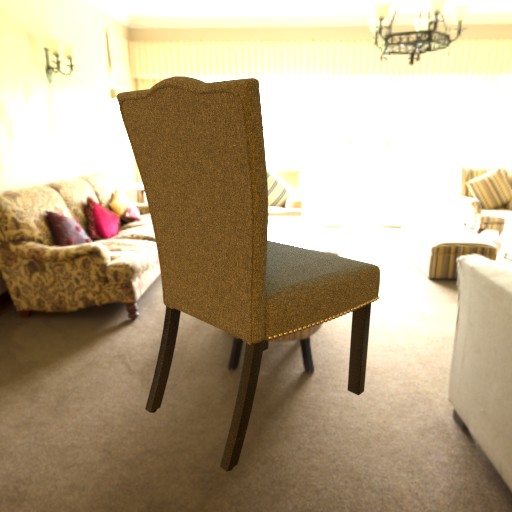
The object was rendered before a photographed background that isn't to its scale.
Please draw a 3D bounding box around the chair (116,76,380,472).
[{"bbox_3d":[0.000,0.000,1.305,0.518,0.946,0.589,15,22,42],"label":"chair"}]
